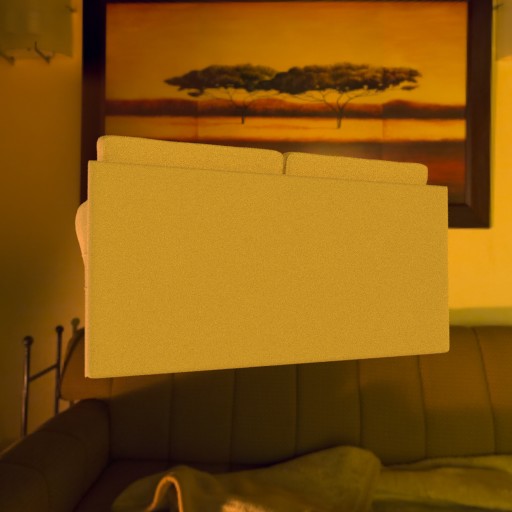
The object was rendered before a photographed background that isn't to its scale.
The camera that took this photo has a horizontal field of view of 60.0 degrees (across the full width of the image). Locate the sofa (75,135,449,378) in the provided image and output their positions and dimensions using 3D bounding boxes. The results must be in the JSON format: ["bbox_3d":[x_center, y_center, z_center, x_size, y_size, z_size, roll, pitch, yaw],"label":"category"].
[{"bbox_3d":[0.000,0.000,2.329,1.727,0.940,0.991,1,-2,-19],"label":"sofa"}]
